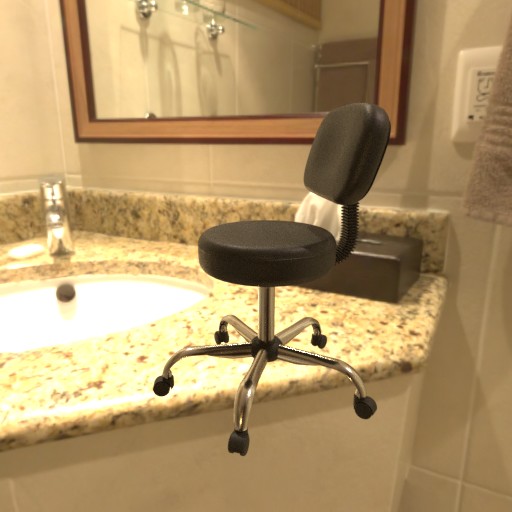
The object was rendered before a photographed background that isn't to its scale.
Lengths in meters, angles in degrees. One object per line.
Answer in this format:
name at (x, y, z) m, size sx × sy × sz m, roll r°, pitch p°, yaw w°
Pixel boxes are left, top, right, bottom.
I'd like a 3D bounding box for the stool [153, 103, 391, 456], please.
stool at (0.000, 0.000, 1.317) m, size 0.648 × 0.862 × 0.673 m, roll -3°, pitch 16°, yaw -9°
